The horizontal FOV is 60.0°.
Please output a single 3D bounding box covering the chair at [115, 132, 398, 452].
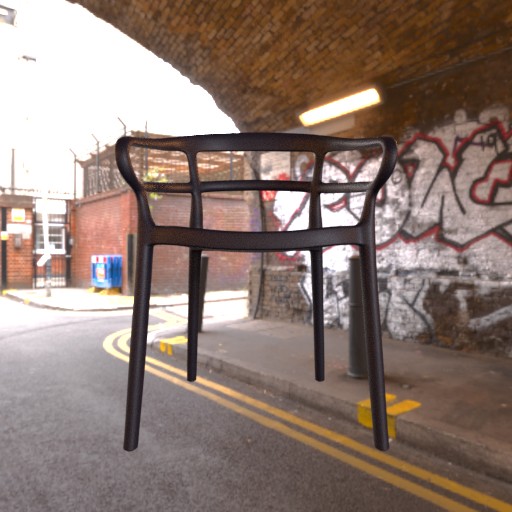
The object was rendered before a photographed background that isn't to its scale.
[{"bbox_3d":[0.000,0.000,1.106,0.559,0.761,0.527,0,0,0],"label":"chair"}]
